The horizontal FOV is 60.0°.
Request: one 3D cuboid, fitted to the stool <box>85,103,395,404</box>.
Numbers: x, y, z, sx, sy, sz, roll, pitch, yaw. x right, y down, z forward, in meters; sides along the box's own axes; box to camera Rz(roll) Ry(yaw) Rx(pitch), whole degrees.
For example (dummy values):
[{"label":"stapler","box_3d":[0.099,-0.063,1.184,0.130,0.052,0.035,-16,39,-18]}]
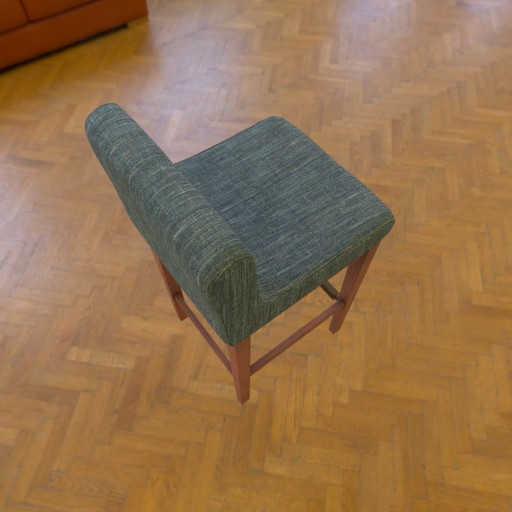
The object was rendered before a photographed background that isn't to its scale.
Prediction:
[{"label":"stool","box_3d":[0.000,0.000,1.074,0.459,0.835,0.395,-33,64,-19]}]
